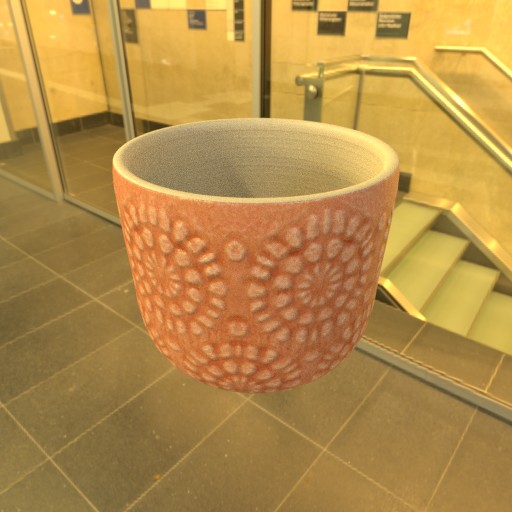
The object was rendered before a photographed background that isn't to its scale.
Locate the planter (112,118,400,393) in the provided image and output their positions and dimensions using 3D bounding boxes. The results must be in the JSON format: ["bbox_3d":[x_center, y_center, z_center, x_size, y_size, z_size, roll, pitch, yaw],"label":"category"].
[{"bbox_3d":[0.000,0.000,0.222,0.124,0.109,0.124,0,30,0],"label":"planter"}]
